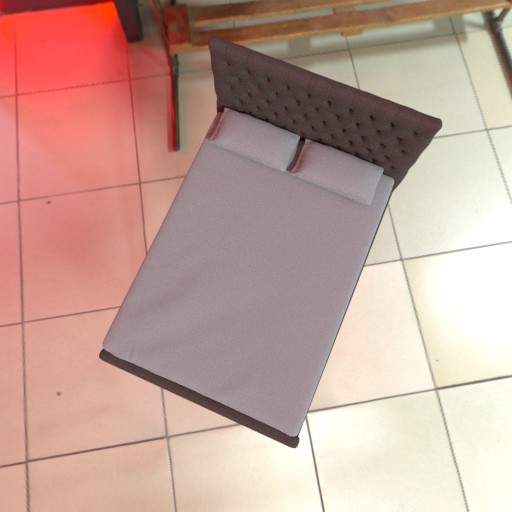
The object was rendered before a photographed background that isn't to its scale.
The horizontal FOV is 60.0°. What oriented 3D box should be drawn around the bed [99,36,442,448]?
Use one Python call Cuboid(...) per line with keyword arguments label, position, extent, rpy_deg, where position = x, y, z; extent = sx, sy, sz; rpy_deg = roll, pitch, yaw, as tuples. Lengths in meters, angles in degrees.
Cuboid(label="bed", position=(0.000, 0.000, 3.398), extent=(1.698, 1.427, 2.387), rpy_deg=(23, 77, 6))
